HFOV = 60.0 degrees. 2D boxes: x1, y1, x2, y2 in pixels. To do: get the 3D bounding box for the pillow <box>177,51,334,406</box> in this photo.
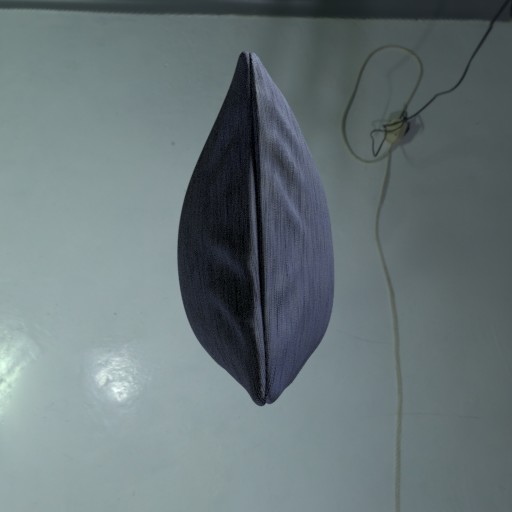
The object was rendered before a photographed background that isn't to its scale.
[{"bbox_3d":[0.000,0.000,0.694,0.246,0.414,0.432,-2,74,-1],"label":"pillow"}]
